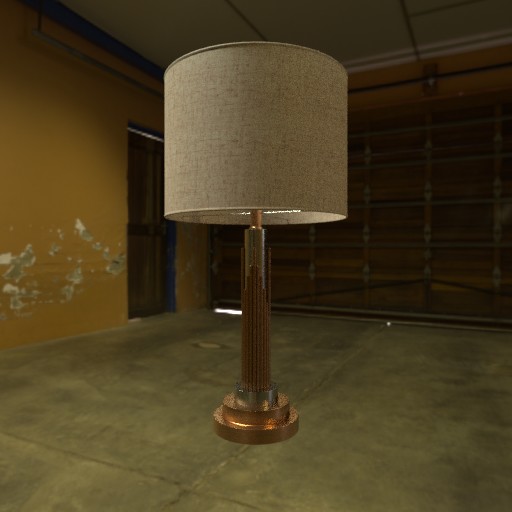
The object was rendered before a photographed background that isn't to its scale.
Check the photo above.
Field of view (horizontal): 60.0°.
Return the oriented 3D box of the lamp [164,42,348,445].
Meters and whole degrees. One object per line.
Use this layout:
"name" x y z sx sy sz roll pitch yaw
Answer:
"lamp" 0.000 0.000 0.791 0.321 0.610 0.321 0 0 -18
